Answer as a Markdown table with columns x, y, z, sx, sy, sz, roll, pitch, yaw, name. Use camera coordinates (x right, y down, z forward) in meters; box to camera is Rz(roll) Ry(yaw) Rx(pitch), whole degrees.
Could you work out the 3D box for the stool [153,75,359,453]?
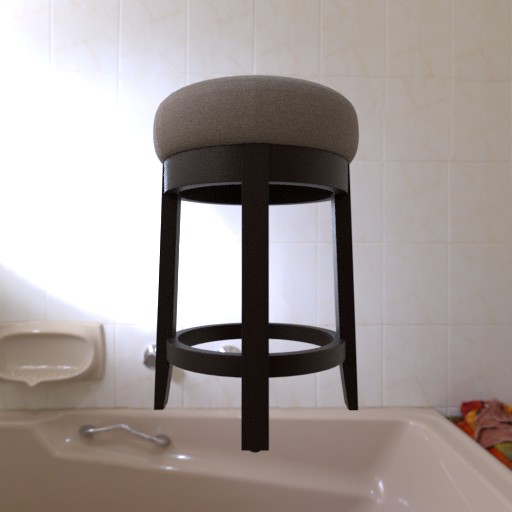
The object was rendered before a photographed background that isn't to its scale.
| x | y | z | sx | sy | sz | roll | pitch | yaw | name |
| --- | --- | --- | --- | --- | --- | --- | --- | --- | --- |
| 0.000 | 0.000 | 0.978 | 0.443 | 0.672 | 0.443 | 0 | 0 | 0 | stool |
